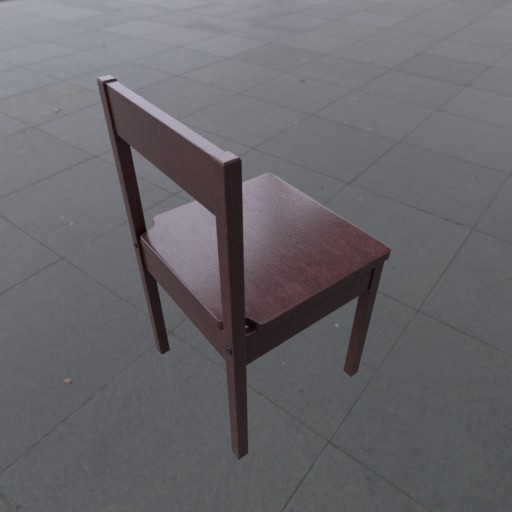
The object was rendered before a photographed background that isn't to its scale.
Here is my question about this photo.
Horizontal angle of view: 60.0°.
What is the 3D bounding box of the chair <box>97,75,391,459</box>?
[{"bbox_3d":[0.000,0.000,0.878,0.361,0.668,0.367,-26,46,-28],"label":"chair"}]
